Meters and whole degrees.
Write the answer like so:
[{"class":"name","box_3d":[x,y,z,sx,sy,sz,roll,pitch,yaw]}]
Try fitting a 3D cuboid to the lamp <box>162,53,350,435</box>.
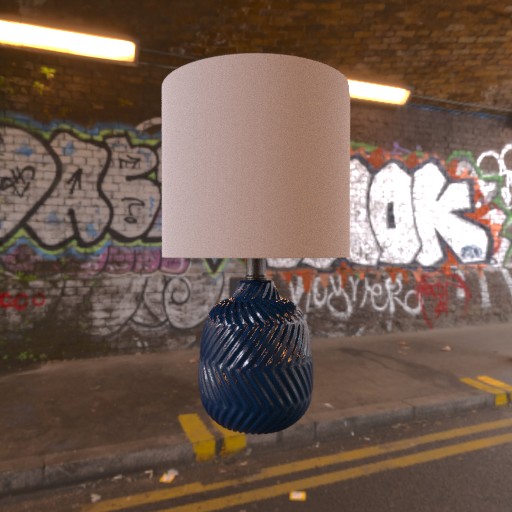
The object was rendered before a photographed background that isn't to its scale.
[{"class":"lamp","box_3d":[0.000,0.000,0.490,0.203,0.368,0.203,0,0,18]}]
